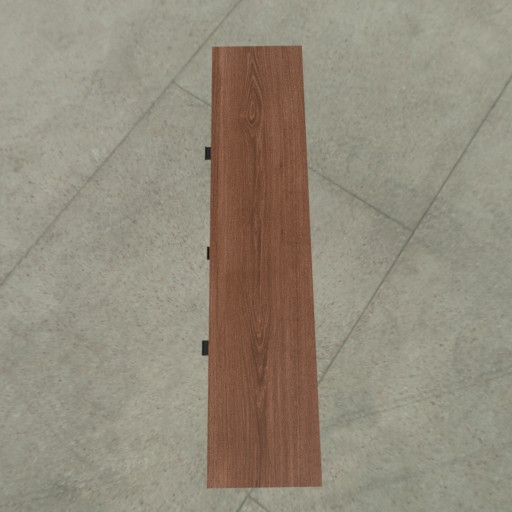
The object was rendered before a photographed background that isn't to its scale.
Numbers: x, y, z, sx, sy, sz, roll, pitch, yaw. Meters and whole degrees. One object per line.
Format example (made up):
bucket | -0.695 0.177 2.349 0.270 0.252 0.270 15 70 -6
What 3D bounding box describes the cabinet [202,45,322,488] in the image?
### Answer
cabinet | 0.000 0.000 1.857 0.400 0.500 1.650 -1 76 0
